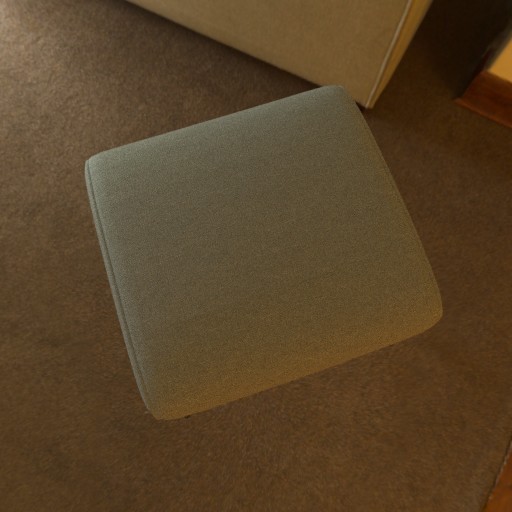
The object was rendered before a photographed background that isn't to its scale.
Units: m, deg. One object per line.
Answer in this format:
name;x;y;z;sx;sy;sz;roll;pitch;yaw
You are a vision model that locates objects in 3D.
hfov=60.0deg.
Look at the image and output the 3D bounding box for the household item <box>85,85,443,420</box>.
household item;0.000;0.000;0.915;0.530;0.410;0.530;-18;76;-5
